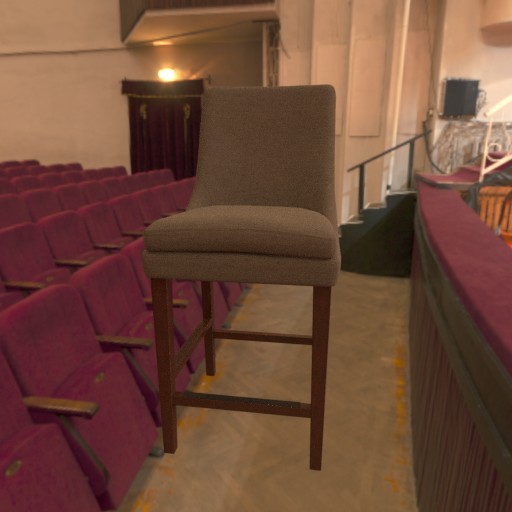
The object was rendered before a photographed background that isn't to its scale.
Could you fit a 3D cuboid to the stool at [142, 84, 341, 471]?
[{"bbox_3d":[0.000,0.000,1.281,0.470,0.981,0.577,2,14,9],"label":"stool"}]
